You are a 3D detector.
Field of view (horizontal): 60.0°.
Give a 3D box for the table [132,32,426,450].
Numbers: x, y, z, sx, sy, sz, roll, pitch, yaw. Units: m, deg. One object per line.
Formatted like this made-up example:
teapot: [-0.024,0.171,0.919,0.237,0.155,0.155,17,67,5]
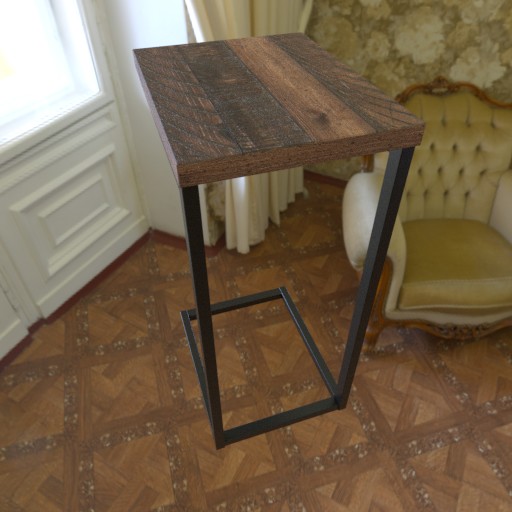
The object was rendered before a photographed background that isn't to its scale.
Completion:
table: [0.000,0.000,0.912,0.323,0.718,0.414,-12,44,-13]
